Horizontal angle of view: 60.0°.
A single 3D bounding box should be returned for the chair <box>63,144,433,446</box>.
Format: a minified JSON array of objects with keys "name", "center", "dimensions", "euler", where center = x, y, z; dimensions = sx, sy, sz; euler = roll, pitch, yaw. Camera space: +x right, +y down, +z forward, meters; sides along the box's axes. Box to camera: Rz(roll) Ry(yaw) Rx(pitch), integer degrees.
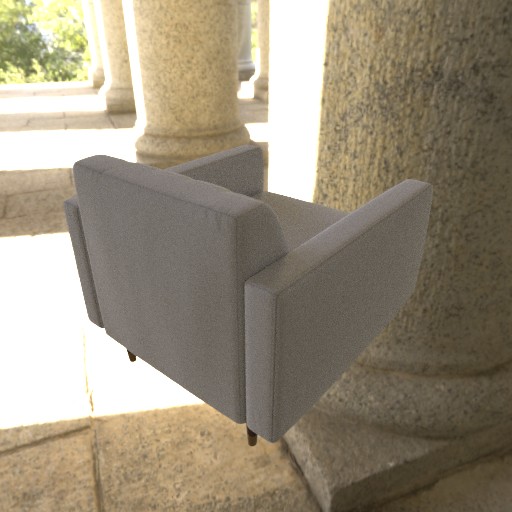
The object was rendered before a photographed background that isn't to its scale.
[{"name":"chair","center":[0.000,0.000,1.651],"dimensions":[0.953,0.819,0.998],"euler":[21,35,34]}]
